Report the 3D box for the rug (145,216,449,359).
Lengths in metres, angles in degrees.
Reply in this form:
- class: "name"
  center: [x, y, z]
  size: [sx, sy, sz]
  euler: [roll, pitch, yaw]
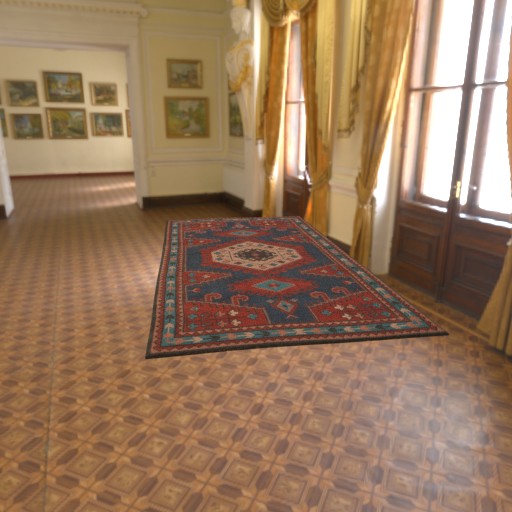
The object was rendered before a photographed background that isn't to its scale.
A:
- class: "rug"
  center: [0.000, 0.000, 3.582]
  size: [1.522, 0.034, 3.032]
  euler: [-3, 17, -9]
